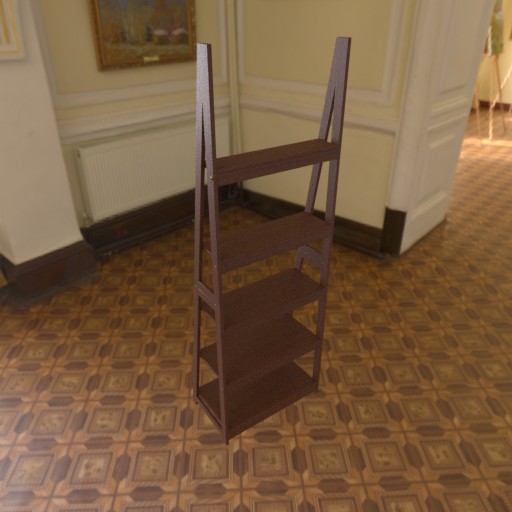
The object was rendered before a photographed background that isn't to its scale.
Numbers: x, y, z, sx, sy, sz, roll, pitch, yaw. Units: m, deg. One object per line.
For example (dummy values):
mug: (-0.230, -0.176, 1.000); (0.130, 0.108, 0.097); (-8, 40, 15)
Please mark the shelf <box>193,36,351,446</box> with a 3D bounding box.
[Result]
shelf: (0.000, 0.000, 2.002); (0.600, 1.770, 0.350); (-19, 34, -30)
